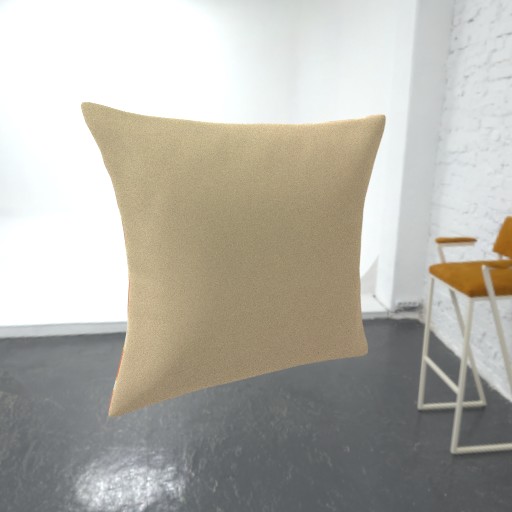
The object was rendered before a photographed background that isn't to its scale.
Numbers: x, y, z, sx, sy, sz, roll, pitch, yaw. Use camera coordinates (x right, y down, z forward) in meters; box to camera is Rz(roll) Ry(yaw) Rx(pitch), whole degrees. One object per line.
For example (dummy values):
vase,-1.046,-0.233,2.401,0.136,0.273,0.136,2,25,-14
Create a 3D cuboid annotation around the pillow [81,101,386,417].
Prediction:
pillow,0.000,0.000,0.803,0.552,0.508,0.166,-7,15,-25
